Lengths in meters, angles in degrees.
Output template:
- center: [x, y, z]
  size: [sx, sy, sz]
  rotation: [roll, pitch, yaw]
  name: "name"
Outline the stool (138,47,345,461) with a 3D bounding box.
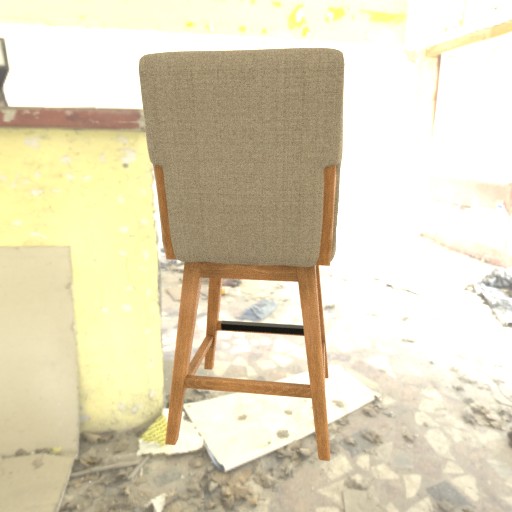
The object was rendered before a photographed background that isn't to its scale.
- center: [0.000, 0.000, 1.273]
  size: [0.459, 1.010, 0.526]
  rotation: [2, 15, 8]
  name: "stool"
